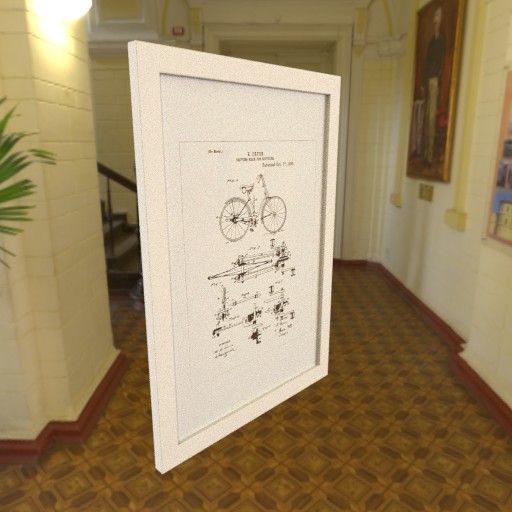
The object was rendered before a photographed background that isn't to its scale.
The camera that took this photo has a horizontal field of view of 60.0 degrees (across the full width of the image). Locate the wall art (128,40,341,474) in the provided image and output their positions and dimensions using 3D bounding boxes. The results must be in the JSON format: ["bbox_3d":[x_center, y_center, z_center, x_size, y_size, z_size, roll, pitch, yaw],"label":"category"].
[{"bbox_3d":[0.000,0.000,0.590,0.015,0.477,0.332,14,20,43],"label":"wall art"}]
